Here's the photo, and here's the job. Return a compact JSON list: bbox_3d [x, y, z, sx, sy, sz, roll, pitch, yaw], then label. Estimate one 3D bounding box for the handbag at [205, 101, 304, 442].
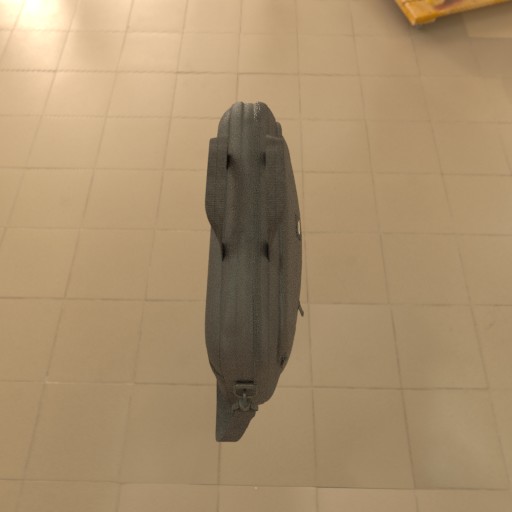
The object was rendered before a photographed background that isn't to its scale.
[{"bbox_3d":[0.000,0.000,0.432,0.089,0.244,0.320,0,62,0],"label":"handbag"}]
